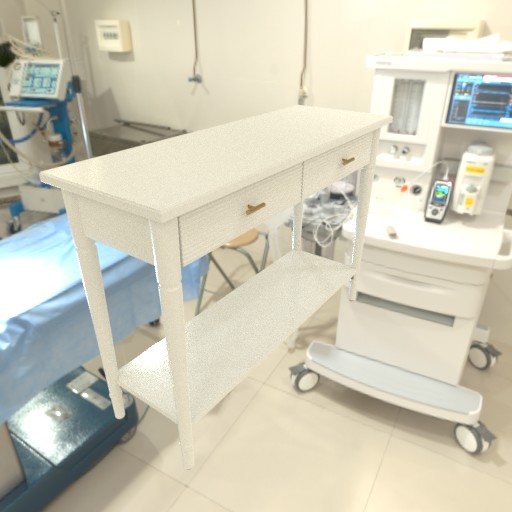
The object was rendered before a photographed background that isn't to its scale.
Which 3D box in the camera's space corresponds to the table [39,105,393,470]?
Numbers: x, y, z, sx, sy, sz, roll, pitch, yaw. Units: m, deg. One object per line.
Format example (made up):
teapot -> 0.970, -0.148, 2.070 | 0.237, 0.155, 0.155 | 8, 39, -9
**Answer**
table -> 0.000, 0.000, 1.412 | 0.381, 0.749, 1.067 | 19, 33, 32
